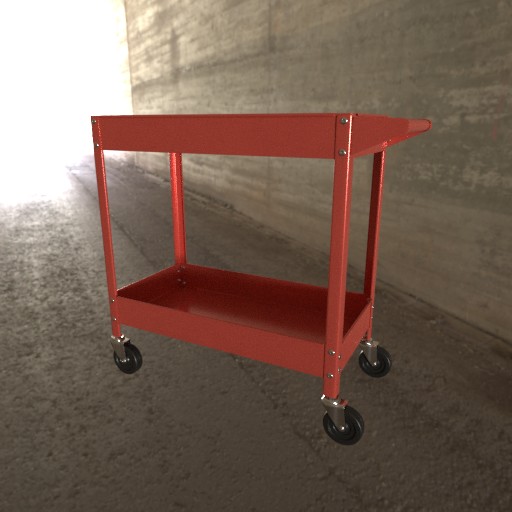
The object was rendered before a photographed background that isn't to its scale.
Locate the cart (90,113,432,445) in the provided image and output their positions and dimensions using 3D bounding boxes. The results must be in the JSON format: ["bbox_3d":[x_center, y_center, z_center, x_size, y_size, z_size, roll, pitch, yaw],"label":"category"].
[{"bbox_3d":[0.000,0.000,1.187,0.779,0.719,0.366,9,19,26],"label":"cart"}]
